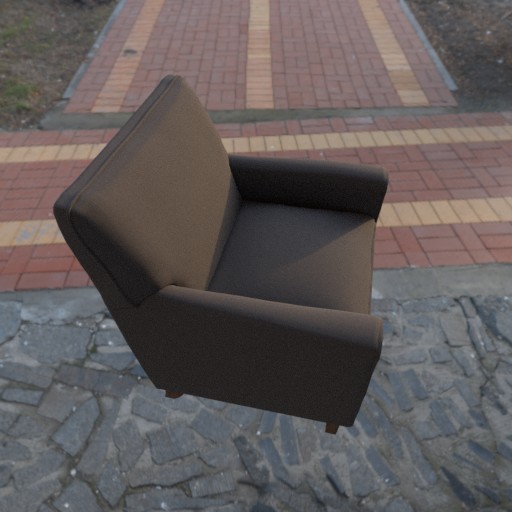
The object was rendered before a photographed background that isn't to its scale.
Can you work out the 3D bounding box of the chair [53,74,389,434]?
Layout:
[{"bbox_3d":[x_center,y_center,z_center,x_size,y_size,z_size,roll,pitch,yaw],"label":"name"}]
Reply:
[{"bbox_3d":[0.000,0.000,1.556,0.831,0.911,0.836,9,46,9],"label":"chair"}]
